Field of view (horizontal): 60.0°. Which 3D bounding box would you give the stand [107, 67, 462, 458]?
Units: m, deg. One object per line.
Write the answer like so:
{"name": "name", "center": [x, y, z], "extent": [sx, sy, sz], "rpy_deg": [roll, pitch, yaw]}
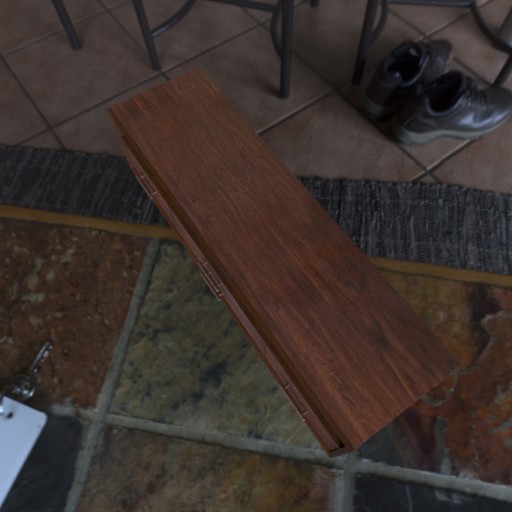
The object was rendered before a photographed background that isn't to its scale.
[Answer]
{"name": "stand", "center": [0.000, 0.000, 1.922], "extent": [0.481, 0.610, 1.626], "rpy_deg": [-31, 67, -15]}
